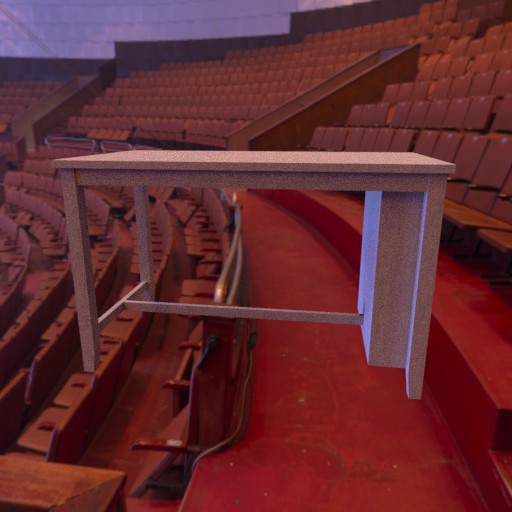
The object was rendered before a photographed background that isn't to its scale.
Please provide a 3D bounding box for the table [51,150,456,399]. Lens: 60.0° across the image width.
[{"bbox_3d":[0.000,0.000,1.978,1.397,0.874,0.729,2,16,8],"label":"table"}]
